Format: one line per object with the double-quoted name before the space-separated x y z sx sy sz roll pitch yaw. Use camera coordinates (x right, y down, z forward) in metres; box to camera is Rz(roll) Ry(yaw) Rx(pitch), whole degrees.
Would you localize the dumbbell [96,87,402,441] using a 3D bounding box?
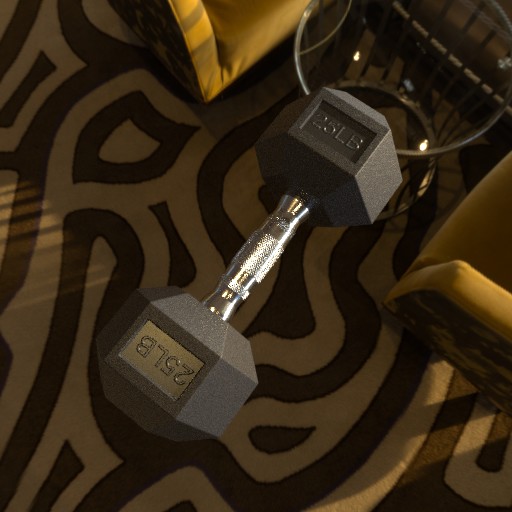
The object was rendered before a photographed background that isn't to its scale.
"dumbbell" 0.000 0.000 0.384 0.129 0.113 0.315 36 78 8
